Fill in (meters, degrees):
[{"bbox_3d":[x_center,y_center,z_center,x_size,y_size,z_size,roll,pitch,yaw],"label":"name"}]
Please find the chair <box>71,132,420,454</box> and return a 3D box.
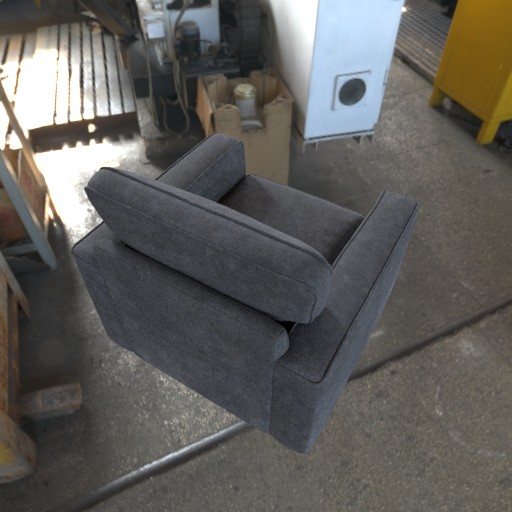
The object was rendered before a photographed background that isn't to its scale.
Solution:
[{"bbox_3d":[0.000,0.000,1.779,1.015,0.965,0.939,24,51,21],"label":"chair"}]
